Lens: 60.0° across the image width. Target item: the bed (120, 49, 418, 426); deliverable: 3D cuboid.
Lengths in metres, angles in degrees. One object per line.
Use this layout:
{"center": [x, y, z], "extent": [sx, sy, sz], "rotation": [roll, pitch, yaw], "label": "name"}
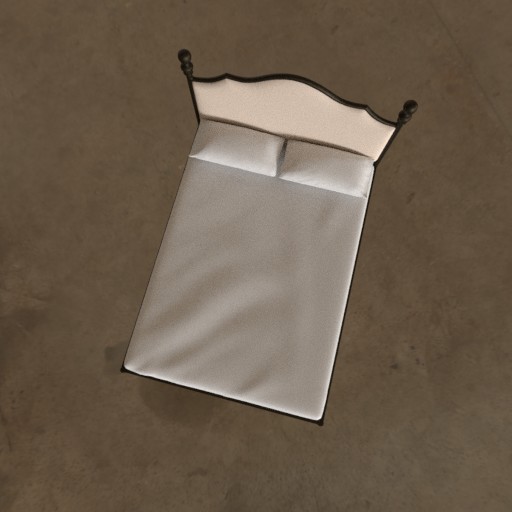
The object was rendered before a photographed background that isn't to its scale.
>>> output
{"center": [0.000, 0.000, 3.394], "extent": [1.642, 1.499, 2.224], "rotation": [14, 77, 3], "label": "bed"}
